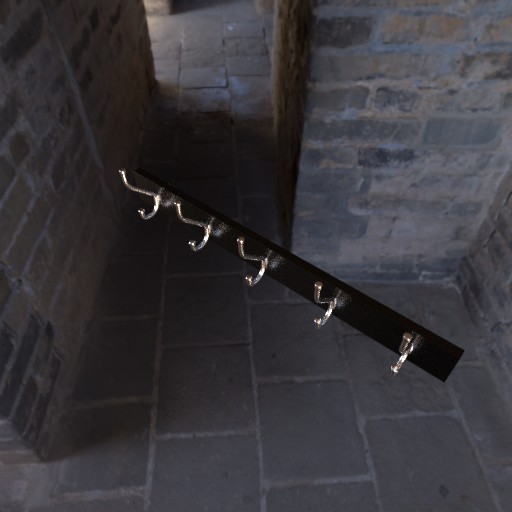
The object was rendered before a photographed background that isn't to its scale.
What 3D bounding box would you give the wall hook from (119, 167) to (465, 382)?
[{"bbox_3d":[0.000,0.000,0.623,0.571,0.117,0.071,31,54,25],"label":"wall hook"}]
